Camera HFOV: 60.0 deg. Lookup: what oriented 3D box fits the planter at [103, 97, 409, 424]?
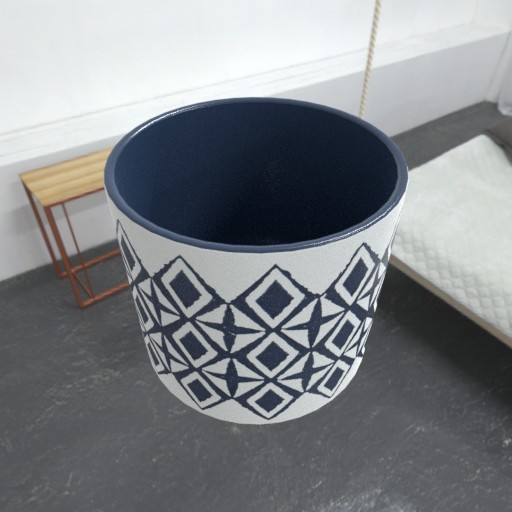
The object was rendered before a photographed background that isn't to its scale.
[{"bbox_3d":[0.000,0.000,0.324,0.182,0.165,0.182,0,42,0],"label":"planter"}]
